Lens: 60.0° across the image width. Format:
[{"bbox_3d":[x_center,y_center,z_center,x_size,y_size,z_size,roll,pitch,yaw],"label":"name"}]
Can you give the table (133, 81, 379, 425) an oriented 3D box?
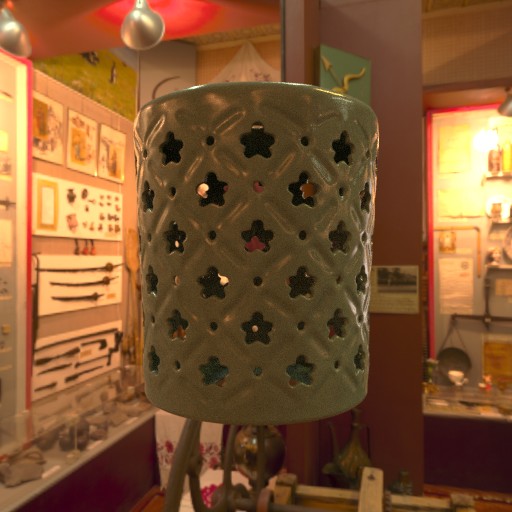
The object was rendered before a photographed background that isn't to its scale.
[{"bbox_3d":[0.000,0.000,0.652,0.352,0.387,0.352,0,-1,0],"label":"table"}]
